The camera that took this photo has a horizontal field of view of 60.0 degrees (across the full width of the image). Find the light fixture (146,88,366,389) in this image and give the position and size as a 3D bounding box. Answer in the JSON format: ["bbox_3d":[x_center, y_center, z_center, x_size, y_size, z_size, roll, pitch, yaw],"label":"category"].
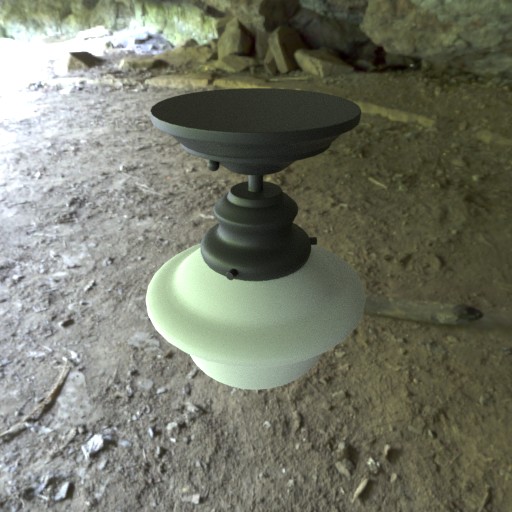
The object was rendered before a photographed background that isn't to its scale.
[{"bbox_3d":[0.000,0.000,0.388,0.197,0.254,0.197,0,30,0],"label":"light fixture"}]
